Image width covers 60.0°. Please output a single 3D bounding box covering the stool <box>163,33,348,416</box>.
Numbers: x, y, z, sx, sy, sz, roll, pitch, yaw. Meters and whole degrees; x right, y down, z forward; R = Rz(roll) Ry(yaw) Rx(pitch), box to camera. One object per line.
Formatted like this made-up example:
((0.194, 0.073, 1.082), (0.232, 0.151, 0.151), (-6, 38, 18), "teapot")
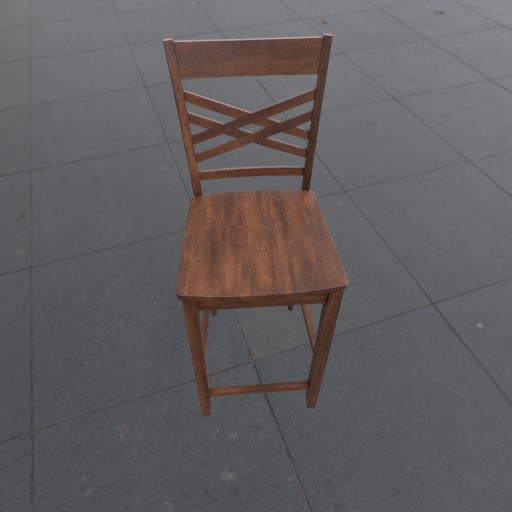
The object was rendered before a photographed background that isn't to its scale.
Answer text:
((0.000, 0.000, 1.338), (0.426, 1.098, 0.504), (-3, 47, -3), "stool")
